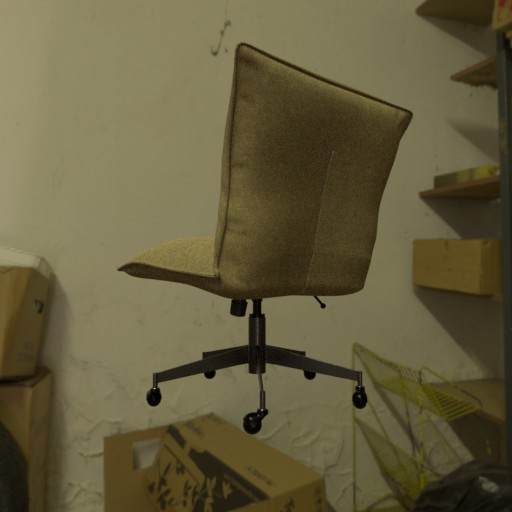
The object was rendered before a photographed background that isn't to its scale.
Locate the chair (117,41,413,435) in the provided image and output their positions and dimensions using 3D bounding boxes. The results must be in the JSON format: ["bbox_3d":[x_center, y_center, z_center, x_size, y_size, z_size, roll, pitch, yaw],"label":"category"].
[{"bbox_3d":[0.000,0.000,1.293,0.597,0.811,0.696,2,-3,-37],"label":"chair"}]
